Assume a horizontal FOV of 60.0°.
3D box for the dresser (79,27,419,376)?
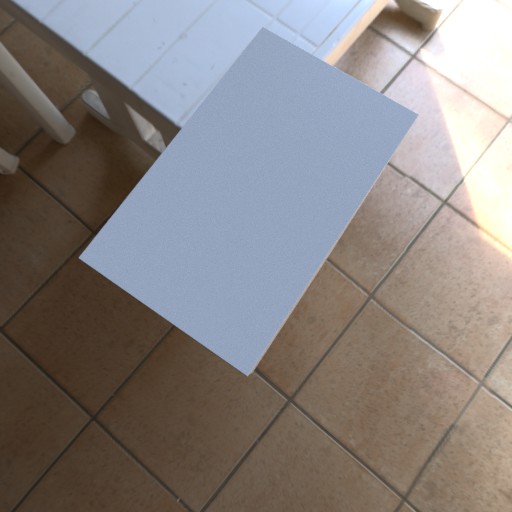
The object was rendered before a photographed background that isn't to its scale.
[{"bbox_3d":[0.000,0.000,1.481,0.400,1.190,0.650,33,78,8],"label":"dresser"}]
